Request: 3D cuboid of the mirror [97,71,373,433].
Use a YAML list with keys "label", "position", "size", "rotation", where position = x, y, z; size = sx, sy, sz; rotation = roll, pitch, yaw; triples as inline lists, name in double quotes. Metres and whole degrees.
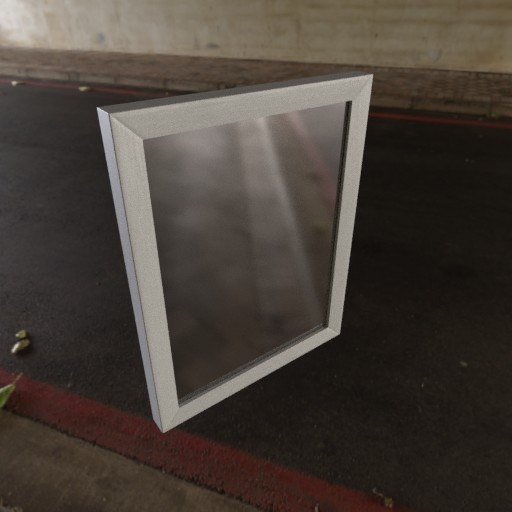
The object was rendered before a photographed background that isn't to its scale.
- label: "mirror"
  position: [0.000, 0.000, 0.703]
  size: [0.405, 0.508, 0.041]
  rotation: [-21, 37, -31]
